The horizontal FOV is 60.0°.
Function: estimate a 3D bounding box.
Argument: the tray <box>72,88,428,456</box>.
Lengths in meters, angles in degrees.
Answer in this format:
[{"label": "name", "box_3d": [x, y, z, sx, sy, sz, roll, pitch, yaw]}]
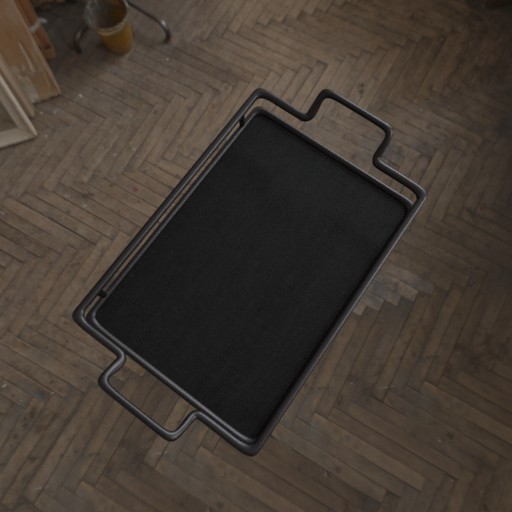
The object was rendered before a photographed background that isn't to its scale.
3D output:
[{"label": "tray", "box_3d": [0.000, 0.000, 0.608, 0.297, 0.101, 0.495, 35, 78, 8]}]
